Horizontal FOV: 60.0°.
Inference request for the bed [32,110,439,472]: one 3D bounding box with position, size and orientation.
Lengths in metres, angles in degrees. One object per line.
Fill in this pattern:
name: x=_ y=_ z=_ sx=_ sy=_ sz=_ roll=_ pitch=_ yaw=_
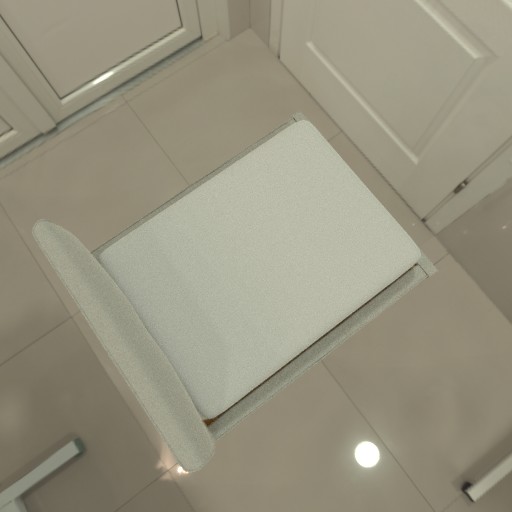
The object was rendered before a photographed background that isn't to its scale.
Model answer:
bed: x=0.000 y=0.000 z=3.325 sx=2.368 sy=1.067 sz=1.840 roll=-36 pitch=78 yaw=-9
